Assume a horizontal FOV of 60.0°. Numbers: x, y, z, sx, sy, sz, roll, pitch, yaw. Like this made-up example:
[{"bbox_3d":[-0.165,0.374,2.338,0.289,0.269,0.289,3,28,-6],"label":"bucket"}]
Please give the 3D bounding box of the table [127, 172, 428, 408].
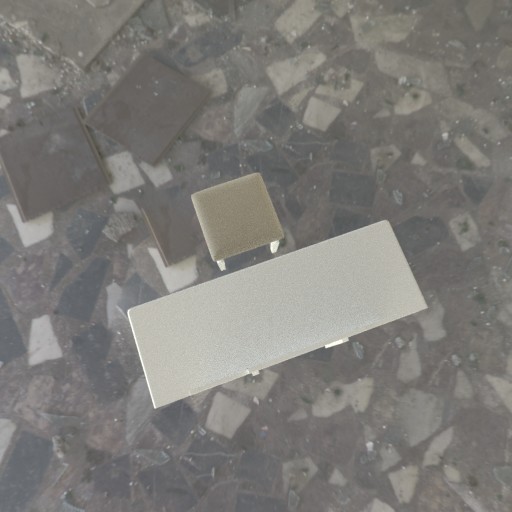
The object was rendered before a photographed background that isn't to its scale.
[{"bbox_3d":[0.000,0.000,2.296,1.369,1.310,1.115,-19,76,-5],"label":"table"}]
